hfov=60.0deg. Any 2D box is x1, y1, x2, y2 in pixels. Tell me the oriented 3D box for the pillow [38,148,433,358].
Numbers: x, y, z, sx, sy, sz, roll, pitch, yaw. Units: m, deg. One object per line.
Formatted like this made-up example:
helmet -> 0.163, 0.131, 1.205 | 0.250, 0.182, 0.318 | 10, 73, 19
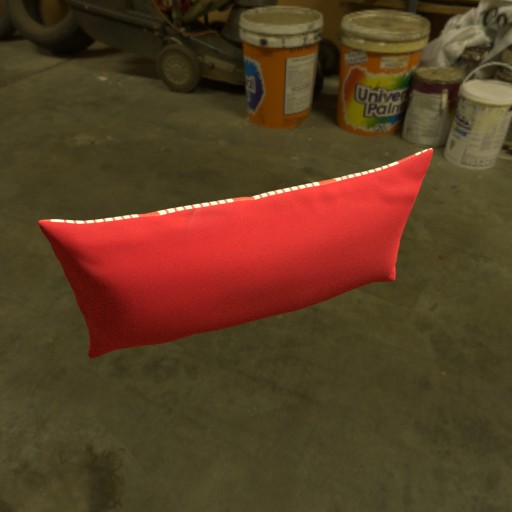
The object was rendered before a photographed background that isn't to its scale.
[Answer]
pillow -> 0.000, 0.000, 0.745 | 0.608, 0.297, 0.151 | -13, 42, -14
